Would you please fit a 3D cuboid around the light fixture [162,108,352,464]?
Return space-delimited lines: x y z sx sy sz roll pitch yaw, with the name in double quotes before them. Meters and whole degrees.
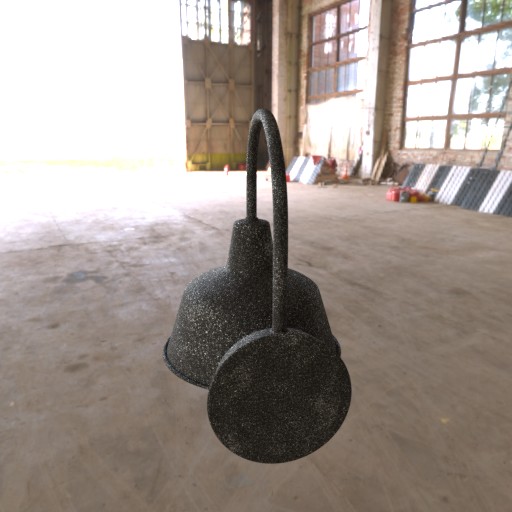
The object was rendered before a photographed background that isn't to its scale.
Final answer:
"light fixture" 0.000 0.000 0.482 0.216 0.300 0.283 -2 15 -8
